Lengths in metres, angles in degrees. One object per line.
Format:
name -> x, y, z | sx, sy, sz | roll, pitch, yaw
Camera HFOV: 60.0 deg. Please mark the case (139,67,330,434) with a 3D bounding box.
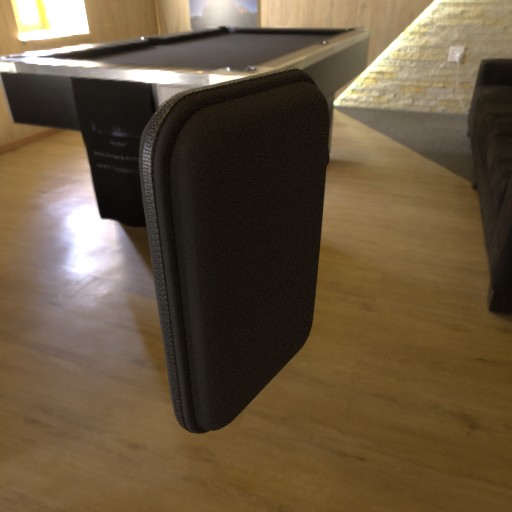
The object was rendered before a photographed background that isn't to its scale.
case -> 0.000, 0.000, 0.193 | 0.030, 0.147, 0.107 | 21, 37, 31
